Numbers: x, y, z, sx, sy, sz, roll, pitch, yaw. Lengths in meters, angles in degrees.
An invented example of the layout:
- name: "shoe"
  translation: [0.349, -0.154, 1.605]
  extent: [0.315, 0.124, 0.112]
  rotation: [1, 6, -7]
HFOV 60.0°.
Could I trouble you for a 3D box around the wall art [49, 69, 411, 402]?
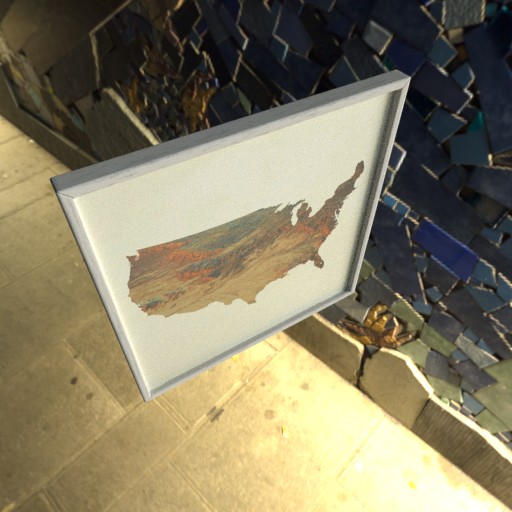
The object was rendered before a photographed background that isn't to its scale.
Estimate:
- name: "wall art"
  translation: [0.000, 0.000, 1.897]
  extent: [1.287, 1.288, 0.078]
  rotation: [-24, 52, -21]
